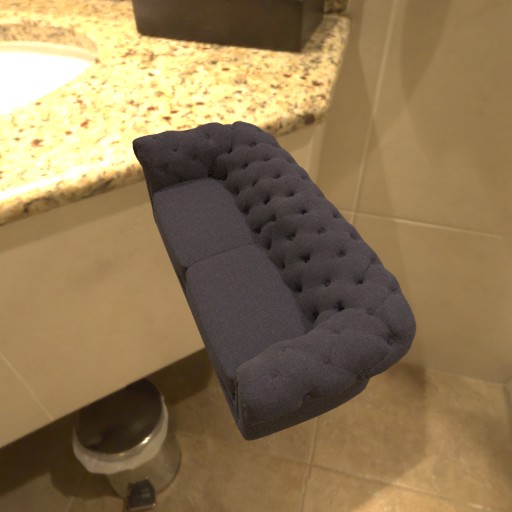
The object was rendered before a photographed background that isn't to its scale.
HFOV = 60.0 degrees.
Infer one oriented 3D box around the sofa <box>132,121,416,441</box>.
[{"bbox_3d":[0.000,0.000,2.925,1.046,0.836,2.335,-17,48,-16],"label":"sofa"}]
